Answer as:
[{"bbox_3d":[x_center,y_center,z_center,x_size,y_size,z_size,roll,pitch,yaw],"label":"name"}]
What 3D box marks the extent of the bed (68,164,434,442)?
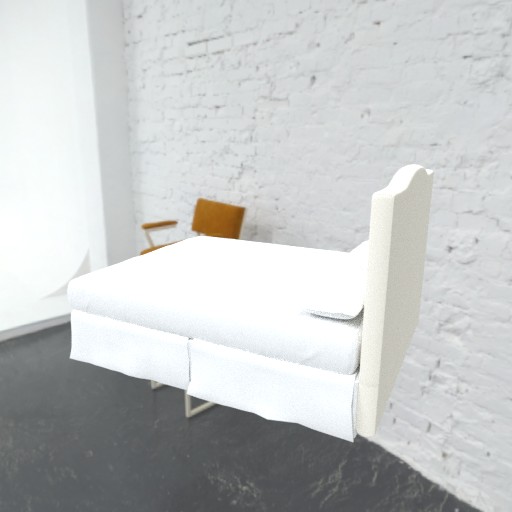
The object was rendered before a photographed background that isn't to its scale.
[{"bbox_3d":[0.000,0.000,3.419,2.282,1.436,1.821,8,17,26],"label":"bed"}]
